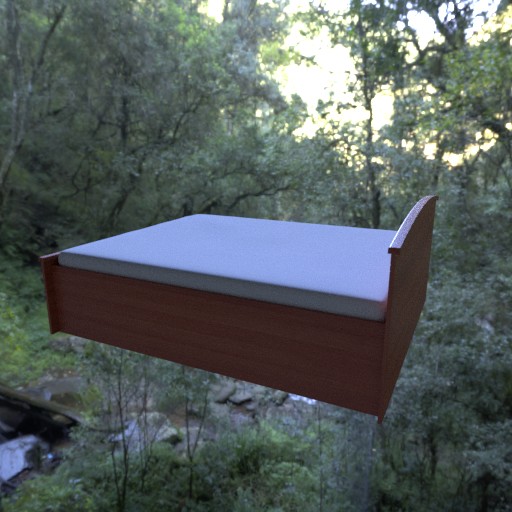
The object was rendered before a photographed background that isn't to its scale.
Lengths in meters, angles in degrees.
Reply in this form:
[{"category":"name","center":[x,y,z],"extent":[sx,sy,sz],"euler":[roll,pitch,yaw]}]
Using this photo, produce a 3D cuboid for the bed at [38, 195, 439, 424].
[{"category":"bed","center":[0.000,0.000,2.938],"extent":[2.053,0.848,1.683],"euler":[7,17,25]}]
